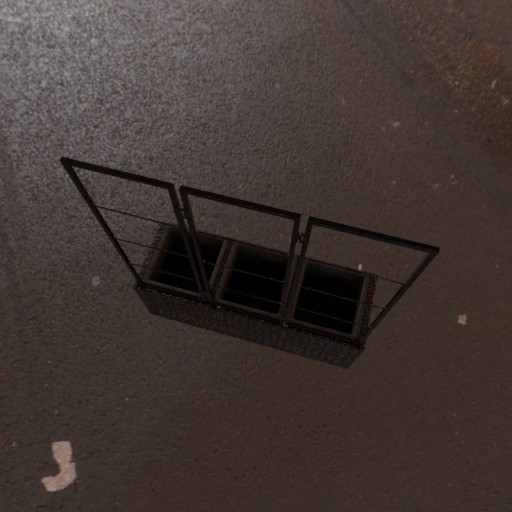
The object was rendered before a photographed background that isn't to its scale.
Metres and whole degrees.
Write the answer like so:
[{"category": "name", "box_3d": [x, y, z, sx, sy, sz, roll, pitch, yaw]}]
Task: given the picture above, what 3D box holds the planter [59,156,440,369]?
[{"category": "planter", "box_3d": [0.000, 0.000, 1.169, 0.698, 0.841, 0.244, 14, 65, 7]}]
